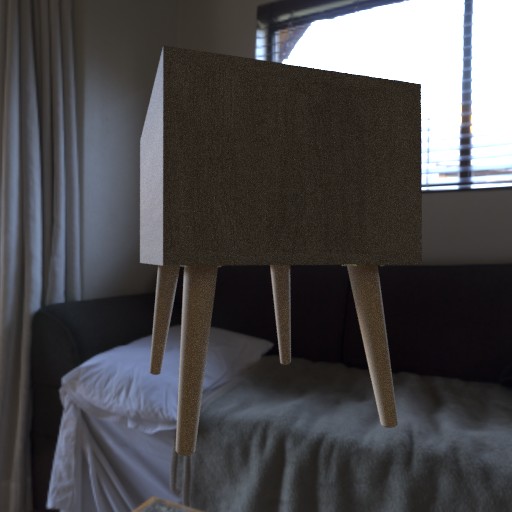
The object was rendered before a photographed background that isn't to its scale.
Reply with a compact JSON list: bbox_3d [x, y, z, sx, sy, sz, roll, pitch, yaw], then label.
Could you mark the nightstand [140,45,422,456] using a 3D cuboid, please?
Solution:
[{"bbox_3d":[0.000,0.000,0.802,0.380,0.500,0.450,0,0,-18],"label":"nightstand"}]
